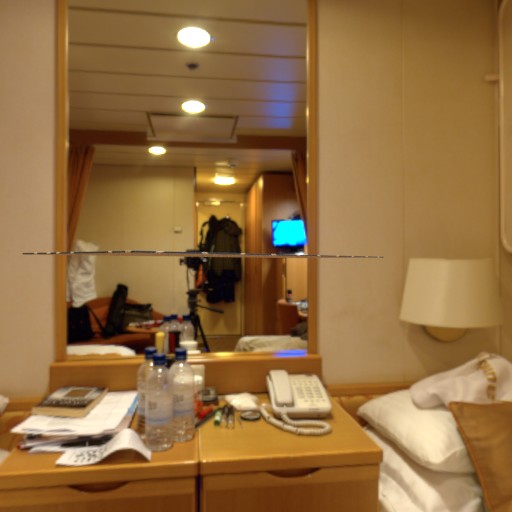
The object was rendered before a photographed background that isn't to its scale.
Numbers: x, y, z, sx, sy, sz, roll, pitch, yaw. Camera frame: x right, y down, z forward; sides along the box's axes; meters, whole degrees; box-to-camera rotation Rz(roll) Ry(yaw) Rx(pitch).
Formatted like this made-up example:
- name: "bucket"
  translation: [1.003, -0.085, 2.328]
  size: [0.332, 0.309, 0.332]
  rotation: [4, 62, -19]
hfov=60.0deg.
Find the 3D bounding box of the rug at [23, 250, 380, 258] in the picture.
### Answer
- name: "rug"
  translation: [0.000, 0.000, 2.529]
  size: [0.685, 0.006, 2.296]
  rotation: [0, -1, 35]
